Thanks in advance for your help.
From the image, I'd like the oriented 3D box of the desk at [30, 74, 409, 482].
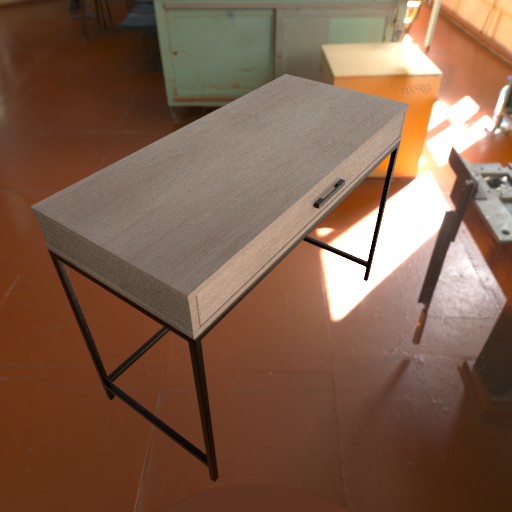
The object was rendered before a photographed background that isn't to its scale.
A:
[{"bbox_3d":[0.000,0.000,1.414,0.470,0.762,1.016,25,47,26],"label":"desk"}]
